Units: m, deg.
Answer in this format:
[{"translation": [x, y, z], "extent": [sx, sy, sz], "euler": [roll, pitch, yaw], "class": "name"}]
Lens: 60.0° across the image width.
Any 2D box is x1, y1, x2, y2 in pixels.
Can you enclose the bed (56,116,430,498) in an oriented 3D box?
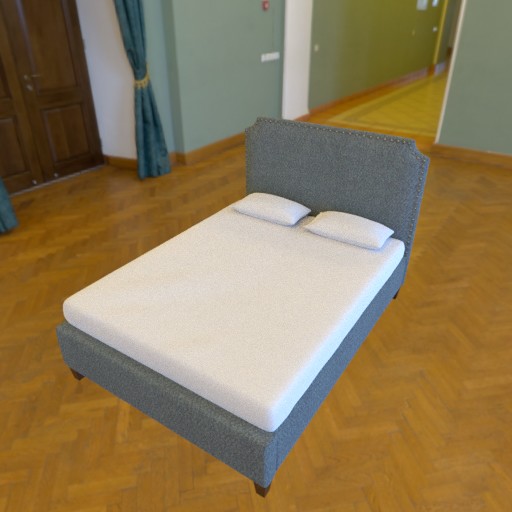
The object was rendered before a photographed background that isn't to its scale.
[{"translation": [0.000, 0.000, 3.288], "extent": [1.712, 1.443, 2.372], "euler": [18, 35, 28], "class": "bed"}]
